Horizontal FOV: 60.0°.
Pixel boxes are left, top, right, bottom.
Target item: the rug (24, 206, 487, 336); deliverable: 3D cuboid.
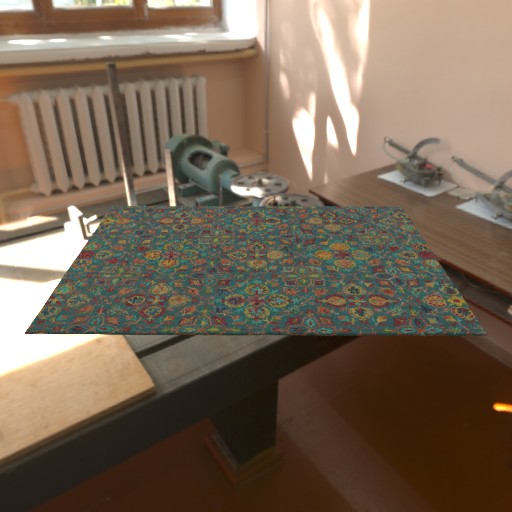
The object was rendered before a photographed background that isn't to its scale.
[{"bbox_3d":[0.000,0.000,2.839,2.290,0.016,1.527,0,31,0],"label":"rug"}]
